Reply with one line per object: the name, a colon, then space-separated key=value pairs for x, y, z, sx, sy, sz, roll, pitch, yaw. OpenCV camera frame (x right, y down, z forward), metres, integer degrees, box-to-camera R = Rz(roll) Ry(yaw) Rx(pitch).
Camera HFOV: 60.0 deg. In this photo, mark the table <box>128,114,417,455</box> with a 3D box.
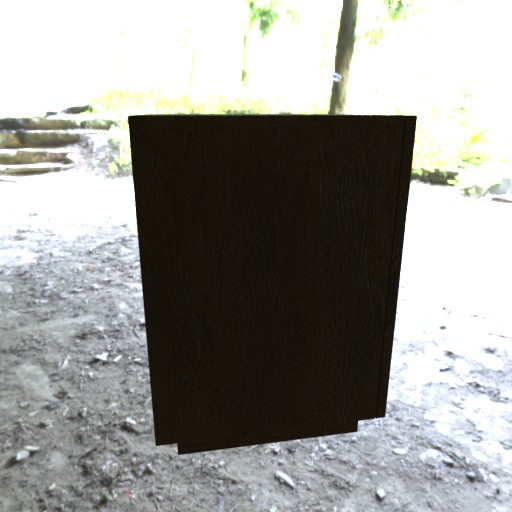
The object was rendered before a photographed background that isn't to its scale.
table: x=0.000 y=0.000 z=0.960 sx=0.439 sy=0.585 sz=0.560 roll=-3 pitch=18 yaw=-10
